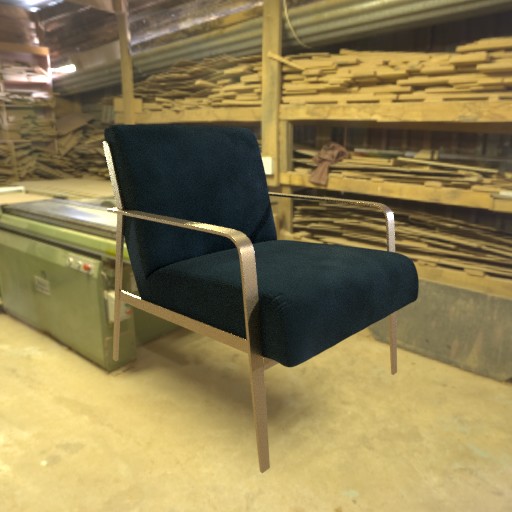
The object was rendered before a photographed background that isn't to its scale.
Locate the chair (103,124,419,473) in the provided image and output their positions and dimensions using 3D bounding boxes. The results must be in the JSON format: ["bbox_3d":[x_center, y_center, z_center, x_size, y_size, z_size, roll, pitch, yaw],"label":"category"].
[{"bbox_3d":[0.000,0.000,1.448,0.859,0.831,0.692,14,20,43],"label":"chair"}]
